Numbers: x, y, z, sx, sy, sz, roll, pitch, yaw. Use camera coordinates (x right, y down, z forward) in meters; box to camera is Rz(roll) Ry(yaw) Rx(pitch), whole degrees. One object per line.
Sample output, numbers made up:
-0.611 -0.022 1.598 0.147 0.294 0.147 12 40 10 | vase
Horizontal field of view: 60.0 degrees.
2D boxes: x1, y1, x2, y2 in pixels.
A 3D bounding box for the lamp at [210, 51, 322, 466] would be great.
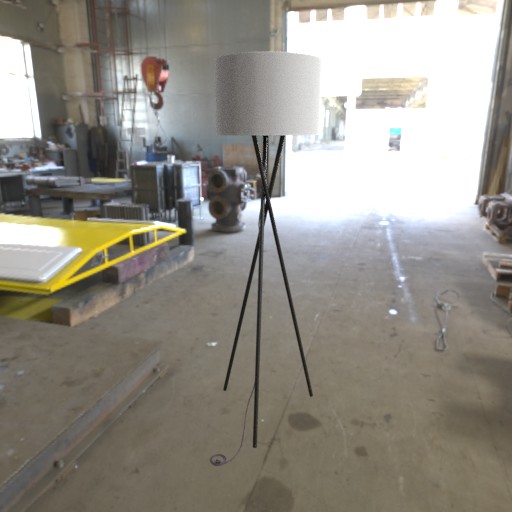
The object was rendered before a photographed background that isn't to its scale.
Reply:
0.000 0.000 1.996 0.667 1.624 0.522 -8 18 -27 | lamp
